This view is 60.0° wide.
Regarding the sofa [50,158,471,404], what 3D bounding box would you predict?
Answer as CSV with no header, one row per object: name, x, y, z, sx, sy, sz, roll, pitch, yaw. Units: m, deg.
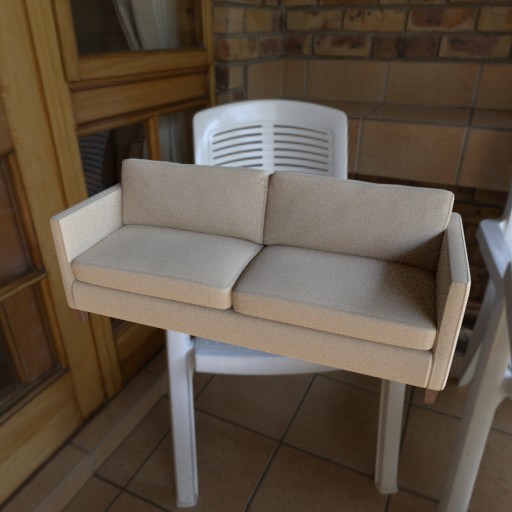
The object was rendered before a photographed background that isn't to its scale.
sofa,0.000,0.000,2.812,2.361,0.968,0.951,9,29,17
